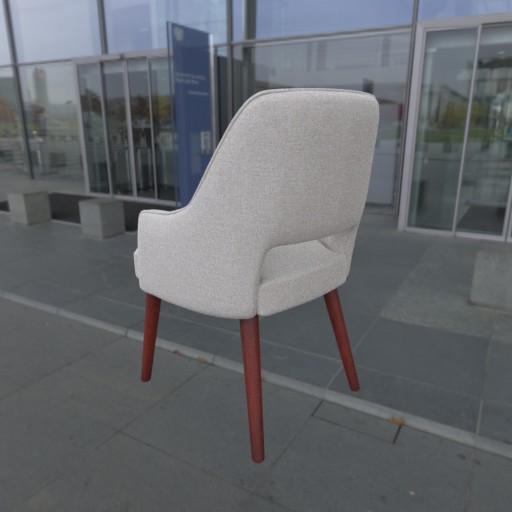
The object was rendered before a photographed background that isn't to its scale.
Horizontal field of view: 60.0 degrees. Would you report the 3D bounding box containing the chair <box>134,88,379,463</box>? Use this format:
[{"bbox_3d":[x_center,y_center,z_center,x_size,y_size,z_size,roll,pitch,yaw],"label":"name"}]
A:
[{"bbox_3d":[0.000,0.000,1.229,0.560,0.840,0.580,-16,23,-43],"label":"chair"}]
